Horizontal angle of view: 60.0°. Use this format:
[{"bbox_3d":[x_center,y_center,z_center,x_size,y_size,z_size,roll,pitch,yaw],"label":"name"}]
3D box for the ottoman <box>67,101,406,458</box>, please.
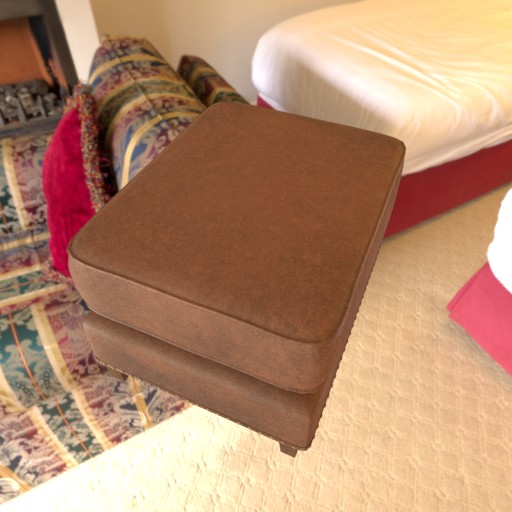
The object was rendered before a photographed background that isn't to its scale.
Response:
[{"bbox_3d":[0.000,0.000,1.164,0.589,0.537,0.738,18,49,16],"label":"ottoman"}]
